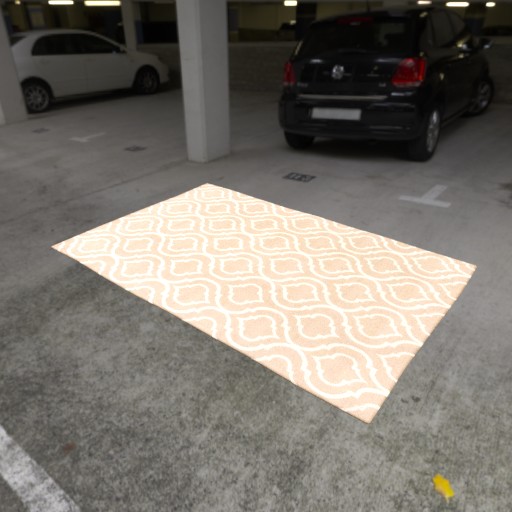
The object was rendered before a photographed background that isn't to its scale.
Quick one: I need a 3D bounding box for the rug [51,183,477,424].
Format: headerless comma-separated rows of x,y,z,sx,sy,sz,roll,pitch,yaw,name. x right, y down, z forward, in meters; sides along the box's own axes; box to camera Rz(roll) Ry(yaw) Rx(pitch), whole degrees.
0.000,0.000,2.159,1.761,0.013,1.152,22,36,32,rug
